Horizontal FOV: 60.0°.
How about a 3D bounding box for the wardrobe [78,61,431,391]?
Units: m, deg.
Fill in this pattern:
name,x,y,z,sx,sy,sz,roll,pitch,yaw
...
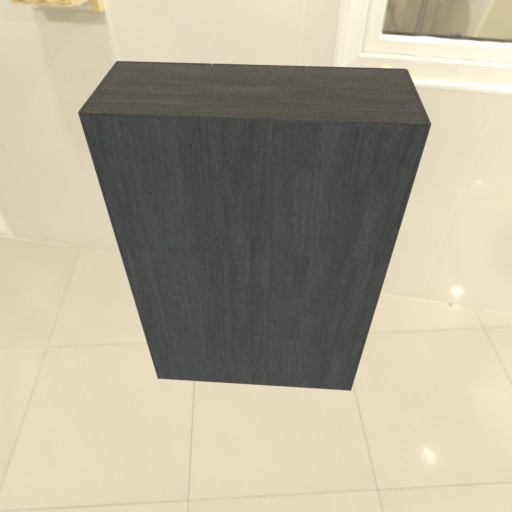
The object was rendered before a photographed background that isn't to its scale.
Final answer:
name,x,y,z,sx,sy,sz,roll,pitch,yaw
wardrobe,0.000,0.000,2.464,1.290,1.910,0.510,3,45,3
